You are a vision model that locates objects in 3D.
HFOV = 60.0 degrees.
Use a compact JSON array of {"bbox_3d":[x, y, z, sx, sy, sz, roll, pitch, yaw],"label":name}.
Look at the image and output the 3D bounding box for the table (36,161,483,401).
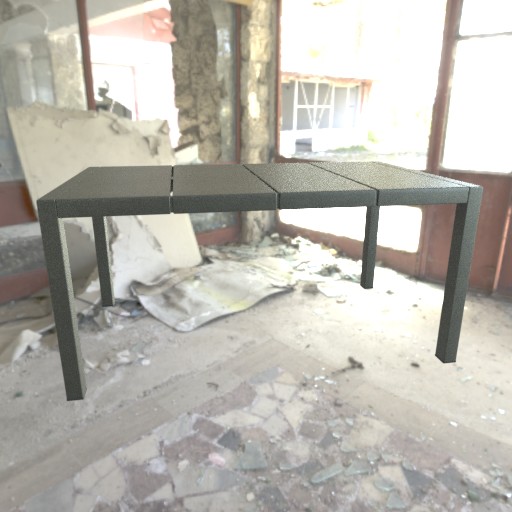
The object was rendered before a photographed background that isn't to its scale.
[{"bbox_3d":[0.000,0.000,1.270,0.965,0.460,0.559,-3,18,-9],"label":"table"}]
